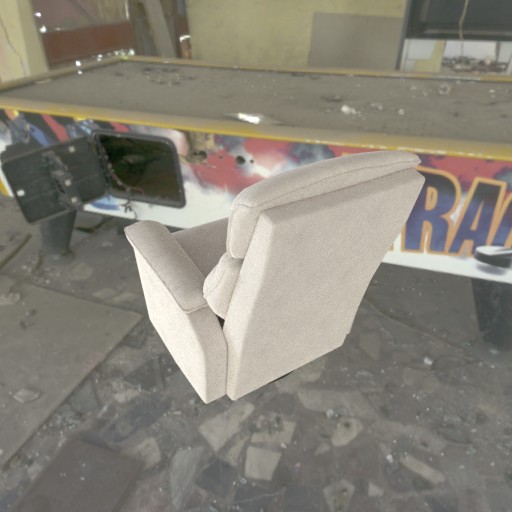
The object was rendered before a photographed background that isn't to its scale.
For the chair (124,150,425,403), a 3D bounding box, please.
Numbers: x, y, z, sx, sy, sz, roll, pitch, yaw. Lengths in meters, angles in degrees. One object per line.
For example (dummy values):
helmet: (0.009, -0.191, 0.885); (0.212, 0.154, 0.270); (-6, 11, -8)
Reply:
chair: (0.000, 0.000, 1.774); (0.820, 1.039, 1.001); (-19, 37, -28)
